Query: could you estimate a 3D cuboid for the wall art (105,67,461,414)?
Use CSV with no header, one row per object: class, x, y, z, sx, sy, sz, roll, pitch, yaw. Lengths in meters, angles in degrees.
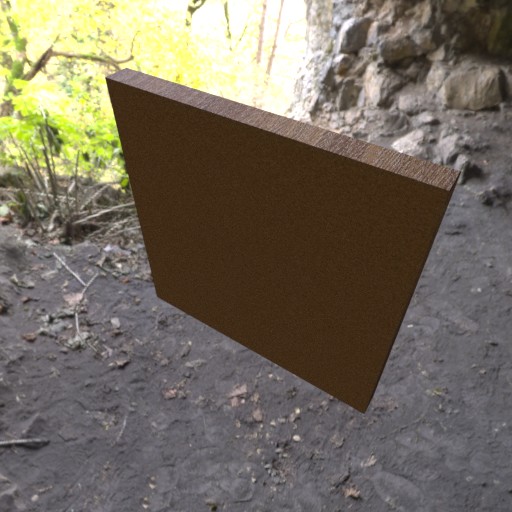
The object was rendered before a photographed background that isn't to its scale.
wall art,0.000,0.000,0.597,0.406,0.403,0.039,25,50,23
